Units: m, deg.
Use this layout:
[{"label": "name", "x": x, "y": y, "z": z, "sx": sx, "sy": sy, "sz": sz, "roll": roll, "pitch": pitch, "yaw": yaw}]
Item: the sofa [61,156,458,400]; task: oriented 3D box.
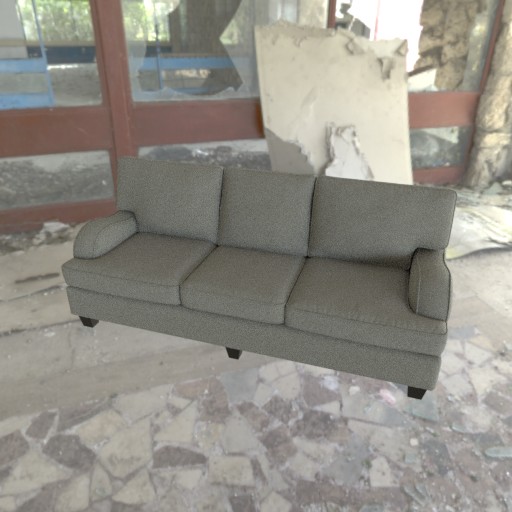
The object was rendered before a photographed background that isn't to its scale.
[{"label": "sofa", "x": 0.000, "y": 0.000, "z": 2.875, "sx": 2.323, "sy": 0.997, "sz": 1.016, "roll": 8, "pitch": 28, "yaw": 16}]
